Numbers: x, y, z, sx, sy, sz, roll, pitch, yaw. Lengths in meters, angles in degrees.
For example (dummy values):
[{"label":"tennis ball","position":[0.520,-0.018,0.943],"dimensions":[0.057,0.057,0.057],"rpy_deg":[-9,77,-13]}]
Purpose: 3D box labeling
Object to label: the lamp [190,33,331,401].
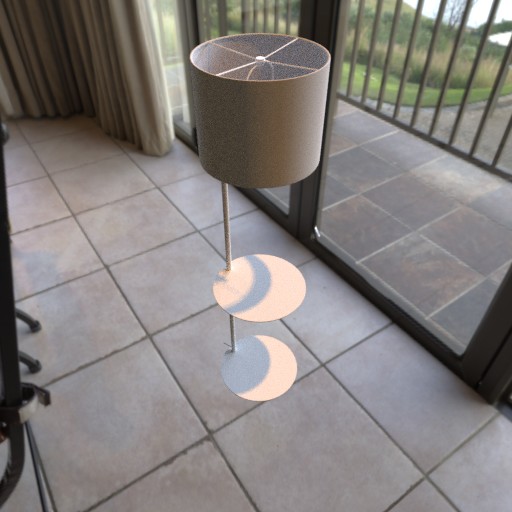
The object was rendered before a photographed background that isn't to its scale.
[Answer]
[{"label":"lamp","position":[0.000,0.000,1.676],"dimensions":[0.405,1.465,0.372],"rpy_deg":[27,49,26]}]
